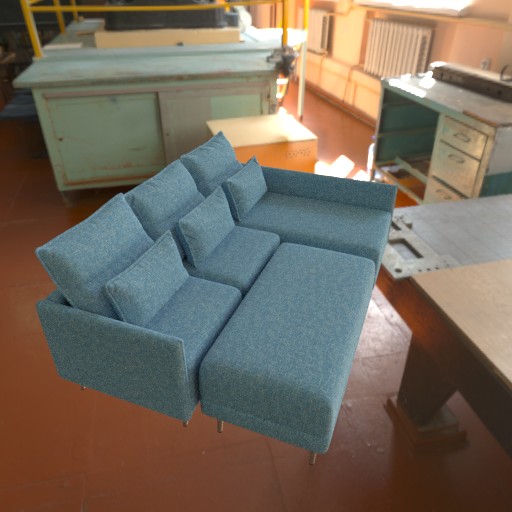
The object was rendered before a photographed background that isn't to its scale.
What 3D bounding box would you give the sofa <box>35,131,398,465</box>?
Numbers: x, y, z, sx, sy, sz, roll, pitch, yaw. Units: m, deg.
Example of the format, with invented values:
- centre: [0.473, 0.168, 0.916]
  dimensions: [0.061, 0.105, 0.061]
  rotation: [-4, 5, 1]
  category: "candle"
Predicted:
- centre: [0.000, 0.000, 2.718]
  dimensions: [1.420, 0.899, 2.034]
  rotation: [12, 34, 18]
  category: "sofa"
